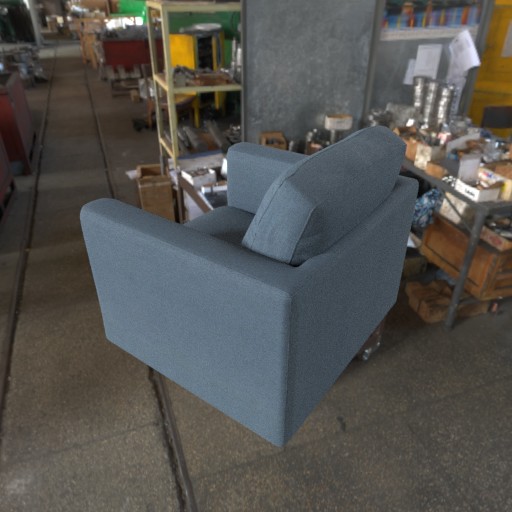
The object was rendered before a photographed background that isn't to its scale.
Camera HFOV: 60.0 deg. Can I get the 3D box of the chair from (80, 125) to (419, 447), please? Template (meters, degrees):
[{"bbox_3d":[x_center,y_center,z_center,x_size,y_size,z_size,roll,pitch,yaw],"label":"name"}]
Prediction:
[{"bbox_3d":[0.000,0.000,1.580,0.820,0.922,0.855,21,38,30],"label":"chair"}]
